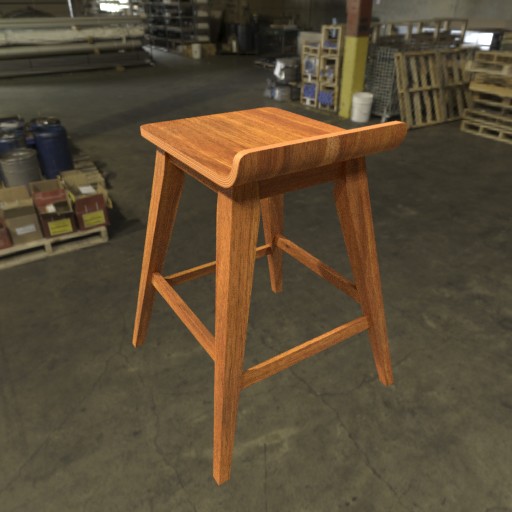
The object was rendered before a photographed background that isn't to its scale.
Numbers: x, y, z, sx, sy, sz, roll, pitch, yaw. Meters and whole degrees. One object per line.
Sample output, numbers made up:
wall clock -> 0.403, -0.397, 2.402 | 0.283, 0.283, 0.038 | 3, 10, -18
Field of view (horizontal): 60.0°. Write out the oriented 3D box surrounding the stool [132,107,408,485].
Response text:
stool -> 0.000, 0.000, 1.013 | 0.500, 0.650, 0.500 | -18, 35, -28
